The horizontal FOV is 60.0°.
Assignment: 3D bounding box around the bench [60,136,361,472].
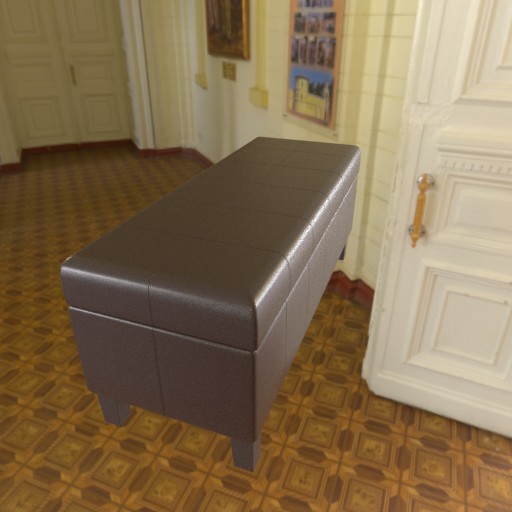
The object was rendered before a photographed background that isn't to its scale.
[{"bbox_3d":[0.000,0.000,1.341,0.429,0.457,1.092,10,30,18],"label":"bench"}]
